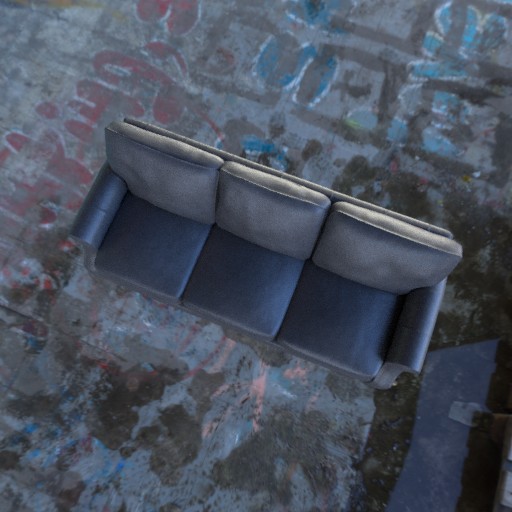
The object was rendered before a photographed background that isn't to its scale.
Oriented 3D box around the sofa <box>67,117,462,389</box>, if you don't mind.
[{"bbox_3d":[0.000,0.000,2.929,2.387,0.977,0.974,21,75,6],"label":"sofa"}]
